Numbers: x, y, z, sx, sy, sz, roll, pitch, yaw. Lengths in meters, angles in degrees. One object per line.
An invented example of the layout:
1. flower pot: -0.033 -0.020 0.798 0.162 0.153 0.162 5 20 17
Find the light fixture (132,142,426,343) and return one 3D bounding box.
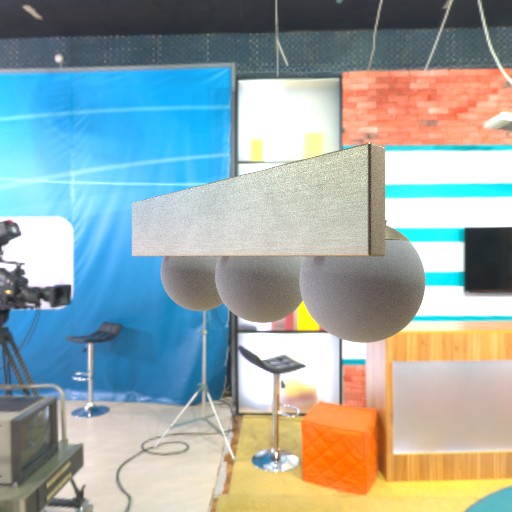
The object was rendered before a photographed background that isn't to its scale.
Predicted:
1. light fixture: 0.000 0.000 0.865 0.218 0.263 0.721 0 0 -37
